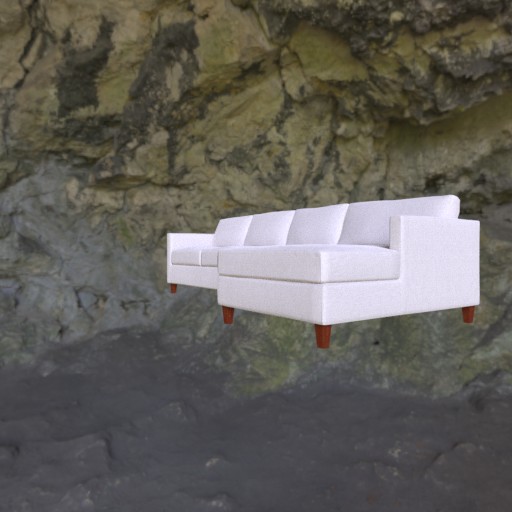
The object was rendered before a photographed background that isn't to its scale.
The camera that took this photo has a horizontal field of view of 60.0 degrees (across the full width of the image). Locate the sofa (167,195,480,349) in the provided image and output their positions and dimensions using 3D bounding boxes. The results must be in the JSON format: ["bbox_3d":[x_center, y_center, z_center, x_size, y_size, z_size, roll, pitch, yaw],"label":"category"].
[{"bbox_3d":[0.000,0.000,4.180,1.599,0.954,3.471,0,1,-35],"label":"sofa"}]
